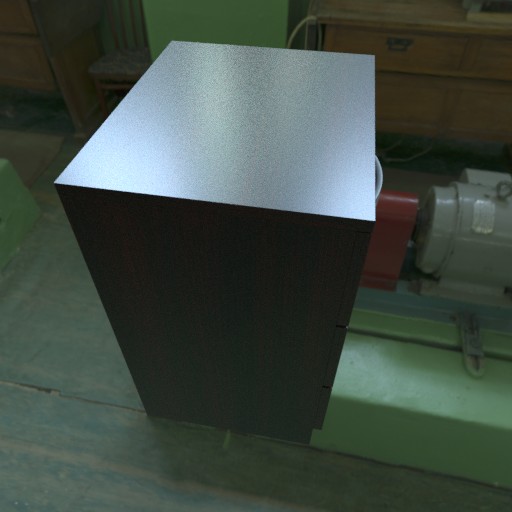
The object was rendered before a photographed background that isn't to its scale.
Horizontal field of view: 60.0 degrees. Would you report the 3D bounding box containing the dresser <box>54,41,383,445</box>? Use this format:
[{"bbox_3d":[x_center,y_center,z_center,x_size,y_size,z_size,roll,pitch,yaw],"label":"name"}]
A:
[{"bbox_3d":[0.000,0.000,0.782,0.360,0.560,0.400,8,46,7],"label":"dresser"}]
